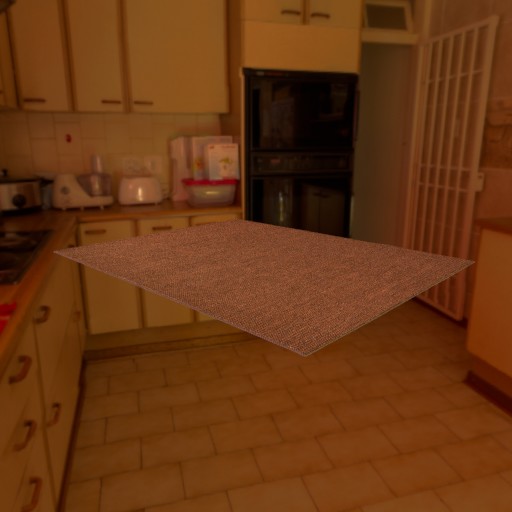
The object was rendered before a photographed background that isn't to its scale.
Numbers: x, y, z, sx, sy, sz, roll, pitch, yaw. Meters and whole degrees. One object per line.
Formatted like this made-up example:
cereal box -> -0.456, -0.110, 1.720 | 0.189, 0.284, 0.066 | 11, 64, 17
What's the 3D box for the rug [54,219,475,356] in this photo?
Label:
rug -> 0.000, 0.000, 4.101 | 3.068, 0.021, 2.456 | 14, 20, 42
